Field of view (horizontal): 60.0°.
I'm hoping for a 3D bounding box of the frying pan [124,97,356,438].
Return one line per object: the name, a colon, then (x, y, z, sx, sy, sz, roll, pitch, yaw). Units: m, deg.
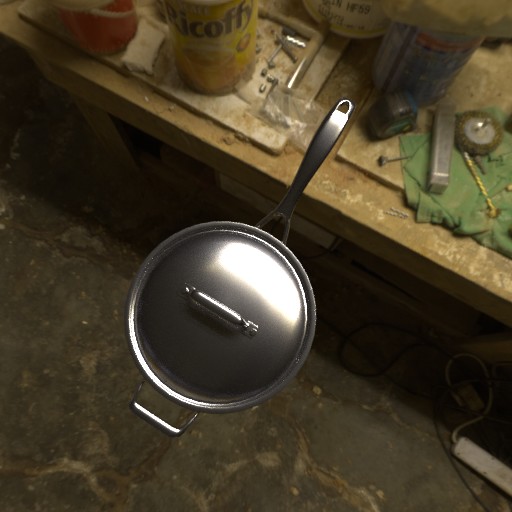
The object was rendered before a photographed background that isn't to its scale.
frying pan: (0.000, 0.000, 0.674, 0.280, 0.114, 0.561, 30, 78, 7)
